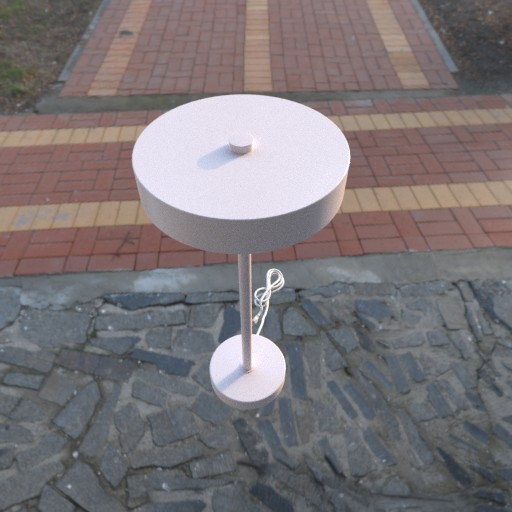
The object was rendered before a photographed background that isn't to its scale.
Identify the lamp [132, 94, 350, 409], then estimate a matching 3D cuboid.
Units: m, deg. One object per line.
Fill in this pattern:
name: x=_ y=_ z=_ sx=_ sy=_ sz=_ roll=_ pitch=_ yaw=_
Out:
lamp: x=0.000 y=0.000 z=0.696 sx=0.229 sy=0.508 sz=0.369 roll=9 pitch=48 yaw=9
